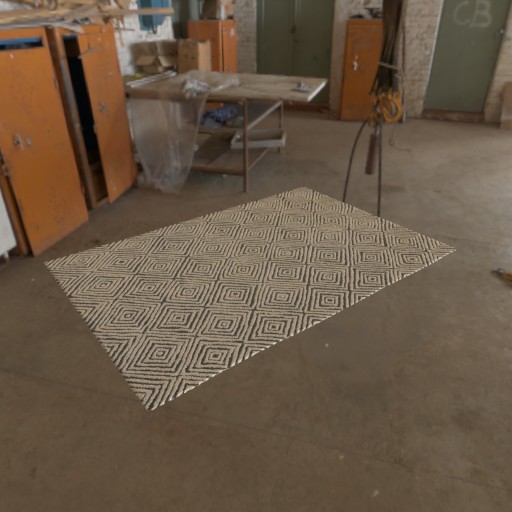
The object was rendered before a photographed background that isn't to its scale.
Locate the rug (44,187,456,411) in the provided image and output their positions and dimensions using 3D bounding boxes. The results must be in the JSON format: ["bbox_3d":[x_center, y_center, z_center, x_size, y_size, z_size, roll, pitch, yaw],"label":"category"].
[{"bbox_3d":[0.000,0.000,2.254,1.750,0.004,1.177,-21,35,-32],"label":"rug"}]
